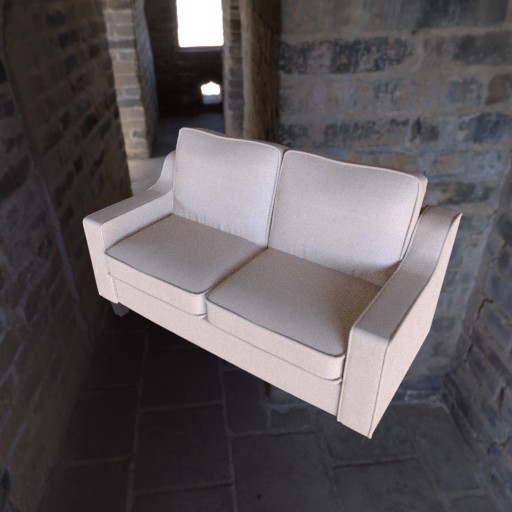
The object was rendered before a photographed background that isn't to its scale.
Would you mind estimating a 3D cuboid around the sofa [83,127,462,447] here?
[{"bbox_3d":[0.000,0.000,3.486,2.587,1.562,1.351,20,36,30],"label":"sofa"}]
